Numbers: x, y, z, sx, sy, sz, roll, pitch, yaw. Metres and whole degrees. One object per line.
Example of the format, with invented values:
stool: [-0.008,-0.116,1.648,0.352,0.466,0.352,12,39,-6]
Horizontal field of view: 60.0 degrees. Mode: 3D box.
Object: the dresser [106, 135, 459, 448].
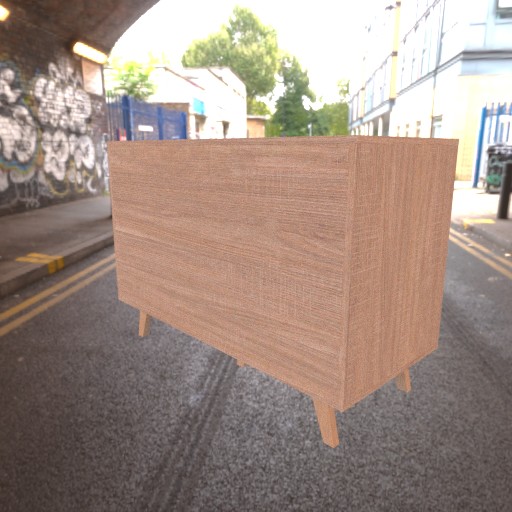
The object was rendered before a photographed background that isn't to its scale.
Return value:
dresser: [0.000,0.000,1.543,0.500,0.780,1.110,-13,19,-42]
